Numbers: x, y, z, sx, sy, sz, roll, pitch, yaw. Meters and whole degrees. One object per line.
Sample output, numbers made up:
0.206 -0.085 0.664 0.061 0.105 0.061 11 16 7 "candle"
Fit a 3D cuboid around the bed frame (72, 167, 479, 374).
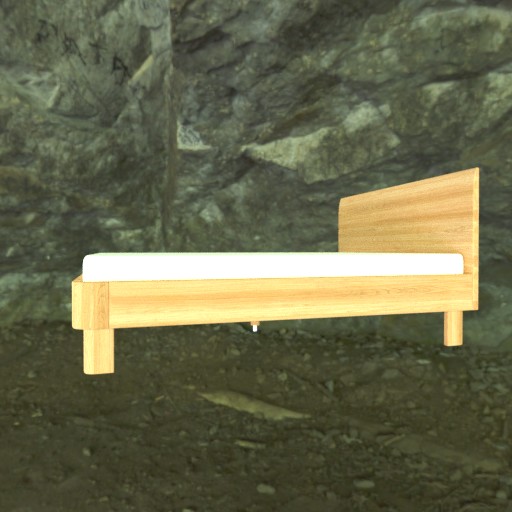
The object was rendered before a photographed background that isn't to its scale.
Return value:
0.000 0.000 2.732 1.992 0.940 1.472 0 1 -18 "bed frame"
